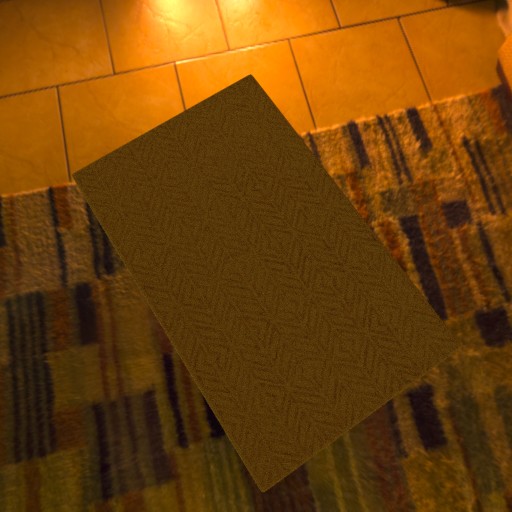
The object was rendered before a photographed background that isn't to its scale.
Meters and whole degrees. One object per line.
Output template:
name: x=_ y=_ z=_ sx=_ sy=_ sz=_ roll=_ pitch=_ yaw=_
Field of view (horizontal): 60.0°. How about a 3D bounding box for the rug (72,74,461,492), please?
rug: x=0.000 y=0.000 z=2.970 sx=1.523 sy=0.008 sz=2.438 roll=-32 pitch=77 yaw=-9
